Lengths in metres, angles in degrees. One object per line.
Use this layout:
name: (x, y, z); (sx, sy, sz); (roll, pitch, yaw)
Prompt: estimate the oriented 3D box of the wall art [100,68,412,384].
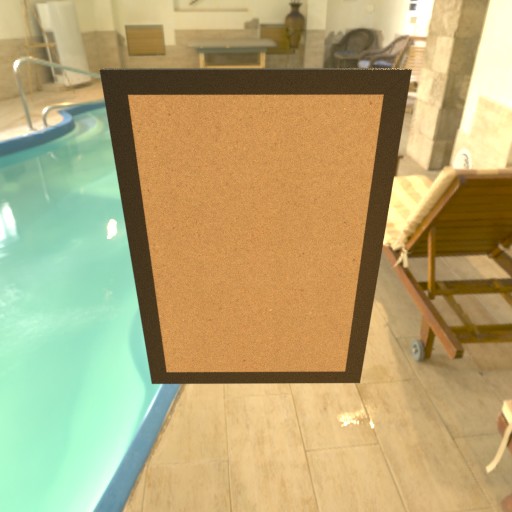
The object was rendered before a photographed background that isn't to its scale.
wall art: (0.000, 0.000, 0.680); (0.381, 0.534, 0.013); (0, 30, 0)
